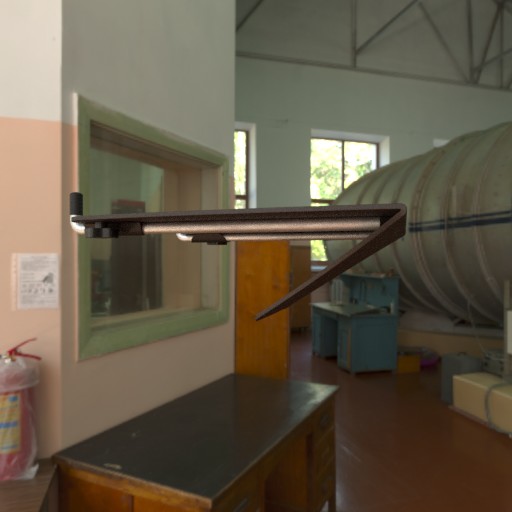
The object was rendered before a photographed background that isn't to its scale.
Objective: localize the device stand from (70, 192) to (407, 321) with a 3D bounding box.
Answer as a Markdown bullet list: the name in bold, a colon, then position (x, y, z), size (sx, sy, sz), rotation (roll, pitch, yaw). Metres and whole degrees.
- **device stand**: position (0.000, 0.000, 0.359), size (0.230, 0.092, 0.230), rotation (0, 0, 18)
